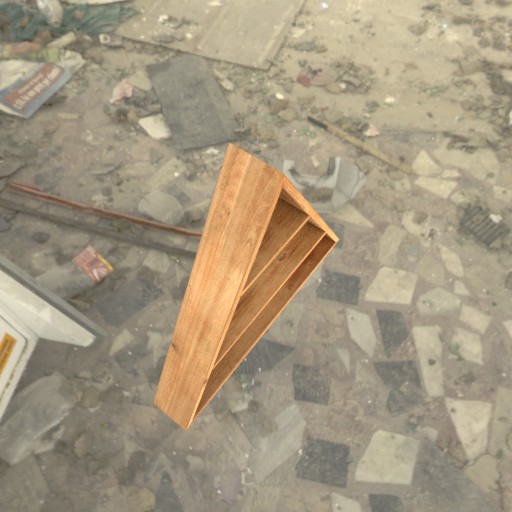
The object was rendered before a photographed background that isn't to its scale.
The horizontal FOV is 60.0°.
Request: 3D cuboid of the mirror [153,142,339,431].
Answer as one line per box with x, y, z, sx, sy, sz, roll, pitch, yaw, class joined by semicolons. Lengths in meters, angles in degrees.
0.000;0.000;0.877;0.100;0.548;0.631;33;64;19;mirror
